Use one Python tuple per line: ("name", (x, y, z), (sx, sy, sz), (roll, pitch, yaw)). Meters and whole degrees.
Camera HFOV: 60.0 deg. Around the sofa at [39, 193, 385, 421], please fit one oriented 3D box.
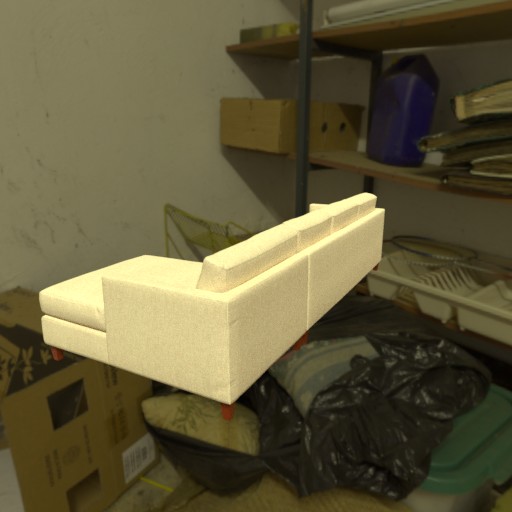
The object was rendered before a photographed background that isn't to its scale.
("sofa", (0.000, 0.000, 4.174), (1.603, 0.954, 3.471), (8, 17, 28))
